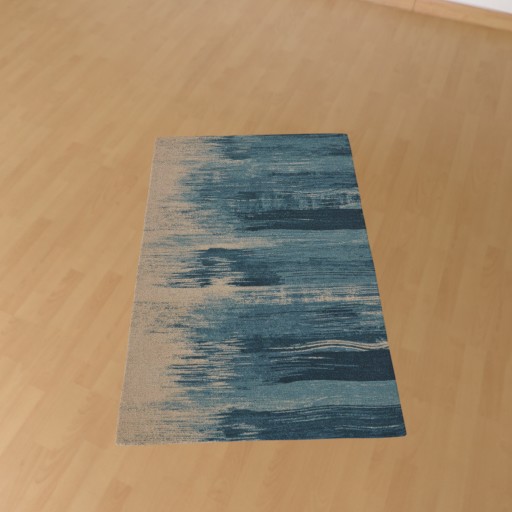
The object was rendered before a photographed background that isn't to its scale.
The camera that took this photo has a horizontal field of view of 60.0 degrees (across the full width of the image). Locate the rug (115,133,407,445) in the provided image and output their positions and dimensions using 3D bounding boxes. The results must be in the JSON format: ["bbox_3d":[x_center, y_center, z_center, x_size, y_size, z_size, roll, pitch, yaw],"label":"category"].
[{"bbox_3d":[0.000,0.000,2.340,1.232,0.009,1.836,-1,58,-1],"label":"rug"}]
